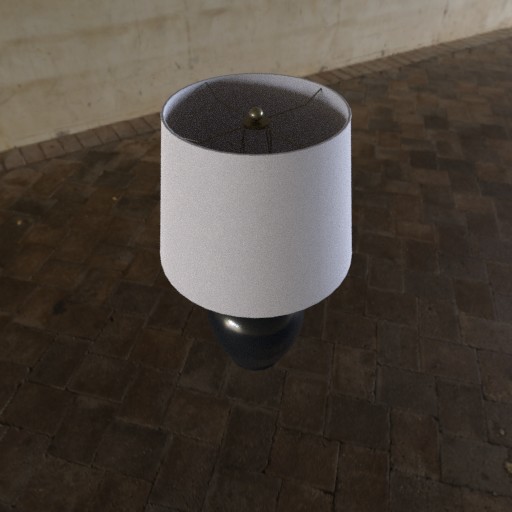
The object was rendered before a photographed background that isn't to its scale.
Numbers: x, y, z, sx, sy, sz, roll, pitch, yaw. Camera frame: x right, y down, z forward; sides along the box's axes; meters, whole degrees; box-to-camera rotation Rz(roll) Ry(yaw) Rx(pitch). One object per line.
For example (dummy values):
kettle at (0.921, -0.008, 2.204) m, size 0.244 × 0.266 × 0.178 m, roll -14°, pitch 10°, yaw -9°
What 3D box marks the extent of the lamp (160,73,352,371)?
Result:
lamp at (0.000, 0.000, 0.576) m, size 0.239 × 0.399 × 0.239 m, roll 0°, pitch 42°, yaw 0°
